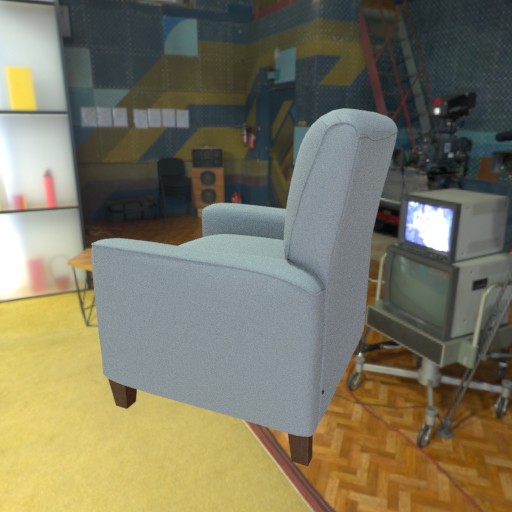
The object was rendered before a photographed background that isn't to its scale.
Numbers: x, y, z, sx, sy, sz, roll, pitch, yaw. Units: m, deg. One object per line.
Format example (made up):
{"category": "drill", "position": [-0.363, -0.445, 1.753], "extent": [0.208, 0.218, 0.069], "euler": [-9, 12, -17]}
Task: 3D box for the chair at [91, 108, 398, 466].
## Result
{"category": "chair", "position": [0.000, 0.000, 1.621], "extent": [0.846, 1.007, 0.853], "euler": [7, 18, 23]}
